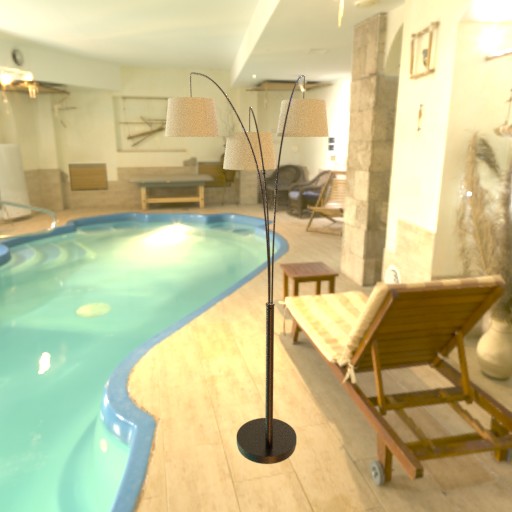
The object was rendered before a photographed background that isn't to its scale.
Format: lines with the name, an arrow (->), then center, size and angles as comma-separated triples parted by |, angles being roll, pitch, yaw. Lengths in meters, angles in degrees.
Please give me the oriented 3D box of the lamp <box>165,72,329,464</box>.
lamp -> 0.000, 0.000, 2.443 | 0.951, 1.950, 0.924 | -2, 15, -8
